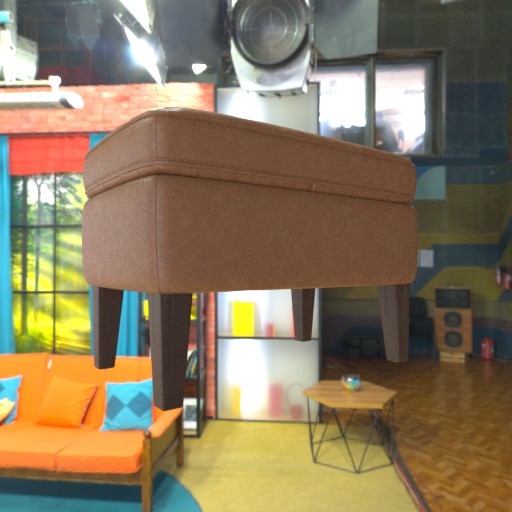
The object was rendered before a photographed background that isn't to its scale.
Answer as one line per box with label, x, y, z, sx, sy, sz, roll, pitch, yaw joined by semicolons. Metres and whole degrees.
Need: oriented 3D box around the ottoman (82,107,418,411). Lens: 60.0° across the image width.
ottoman;0.000;0.000;0.977;0.670;0.480;0.420;1;-1;-36
